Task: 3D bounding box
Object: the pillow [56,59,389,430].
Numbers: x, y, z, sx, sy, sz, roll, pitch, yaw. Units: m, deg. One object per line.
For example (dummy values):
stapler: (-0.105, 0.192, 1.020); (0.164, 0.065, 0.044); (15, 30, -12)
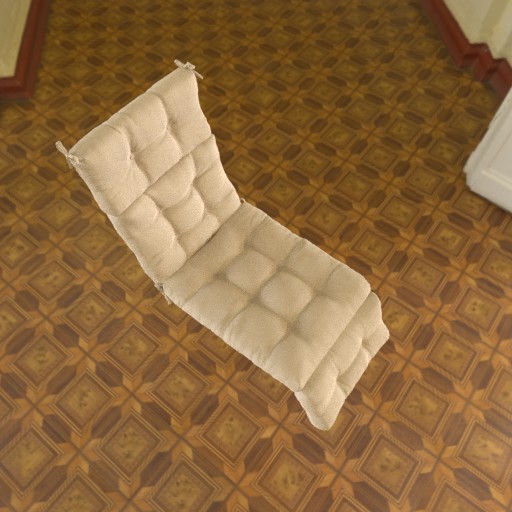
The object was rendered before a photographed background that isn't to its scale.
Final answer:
pillow: (0.000, 0.000, 1.506); (1.016, 0.863, 0.526); (33, 64, 18)
